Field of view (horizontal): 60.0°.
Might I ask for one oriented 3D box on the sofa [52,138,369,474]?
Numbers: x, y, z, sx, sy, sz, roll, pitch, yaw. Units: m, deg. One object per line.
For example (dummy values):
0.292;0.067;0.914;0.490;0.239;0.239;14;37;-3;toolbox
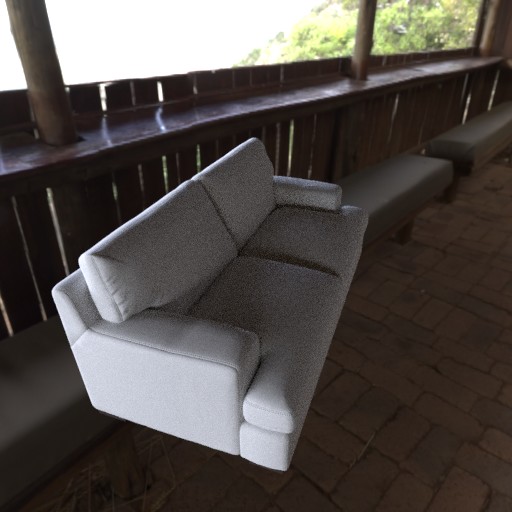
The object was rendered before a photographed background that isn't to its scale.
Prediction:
0.000;0.000;2.800;1.143;0.940;2.261;10;31;18;sofa
